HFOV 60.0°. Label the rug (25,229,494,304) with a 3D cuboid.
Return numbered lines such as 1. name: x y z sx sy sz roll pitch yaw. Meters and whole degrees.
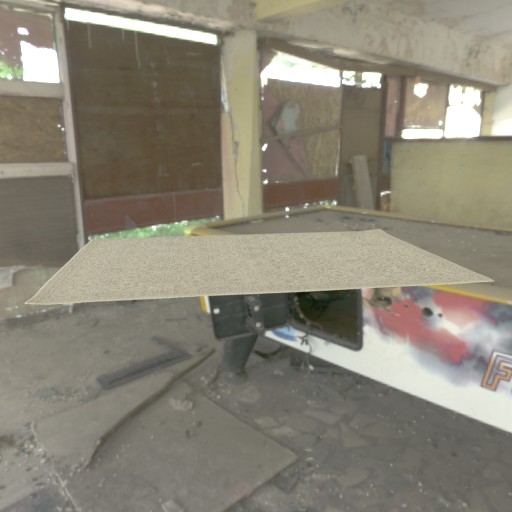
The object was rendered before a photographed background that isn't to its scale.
1. rug: 0.000 0.000 2.383 1.947 0.023 1.214 -2 14 -8
